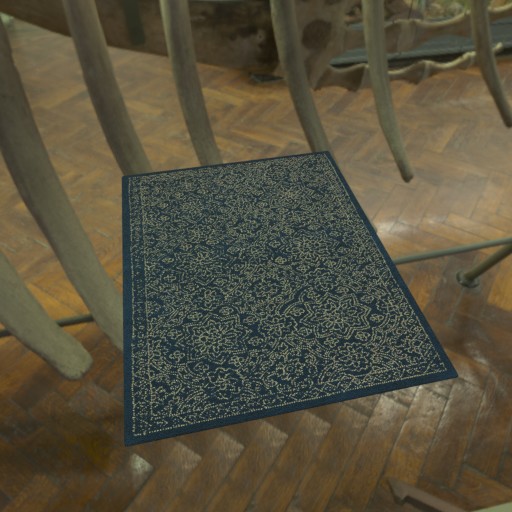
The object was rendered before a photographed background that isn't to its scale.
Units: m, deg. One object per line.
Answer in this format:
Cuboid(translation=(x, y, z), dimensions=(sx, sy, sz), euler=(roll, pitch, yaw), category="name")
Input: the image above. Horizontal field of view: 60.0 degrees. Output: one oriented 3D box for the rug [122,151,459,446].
Cuboid(translation=(0.000, 0.000, 4.137), dimensions=(2.438, 0.010, 3.048), euler=(-9, 47, -8), category="rug")
